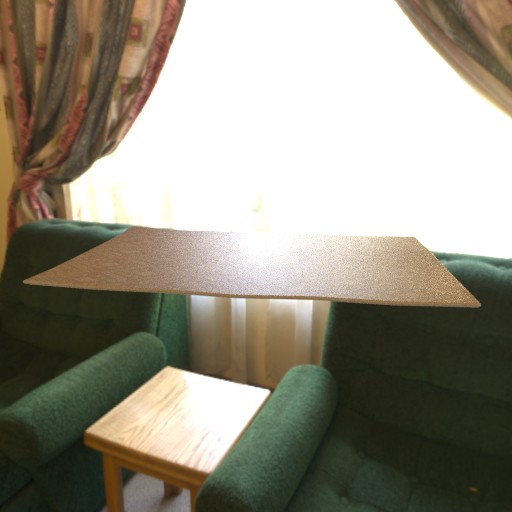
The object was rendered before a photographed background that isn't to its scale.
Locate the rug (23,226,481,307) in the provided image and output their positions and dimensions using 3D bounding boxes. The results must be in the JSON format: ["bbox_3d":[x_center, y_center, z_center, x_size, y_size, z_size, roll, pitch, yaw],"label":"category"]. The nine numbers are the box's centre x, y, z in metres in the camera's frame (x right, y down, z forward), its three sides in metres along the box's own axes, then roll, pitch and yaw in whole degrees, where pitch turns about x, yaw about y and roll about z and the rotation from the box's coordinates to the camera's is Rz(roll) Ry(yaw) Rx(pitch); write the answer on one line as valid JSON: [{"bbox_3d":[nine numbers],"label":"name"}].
[{"bbox_3d":[0.000,0.000,3.055,2.430,0.053,1.553,2,15,7],"label":"rug"}]
